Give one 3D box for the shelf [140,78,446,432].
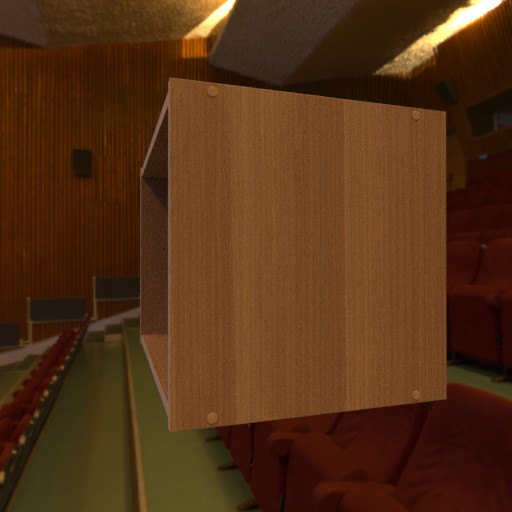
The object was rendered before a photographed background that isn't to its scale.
[{"bbox_3d":[0.000,0.000,0.622,0.290,0.305,0.415,0,0,-18],"label":"shelf"}]
